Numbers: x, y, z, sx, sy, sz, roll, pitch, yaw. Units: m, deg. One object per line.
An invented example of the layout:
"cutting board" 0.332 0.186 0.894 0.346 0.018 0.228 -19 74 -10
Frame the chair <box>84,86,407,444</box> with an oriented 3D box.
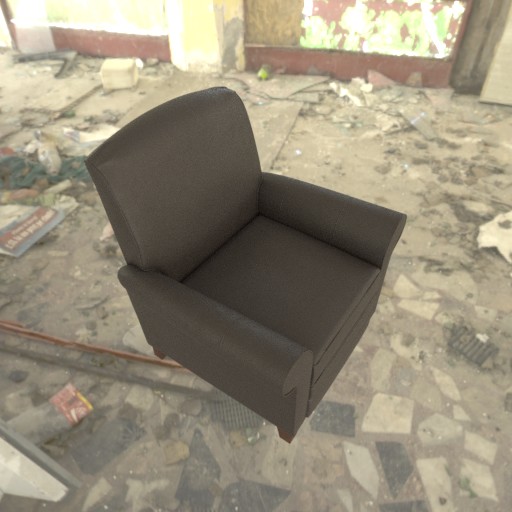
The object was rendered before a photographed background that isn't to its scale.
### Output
"chair" 0.000 0.000 1.794 0.902 1.061 0.978 25 48 25
